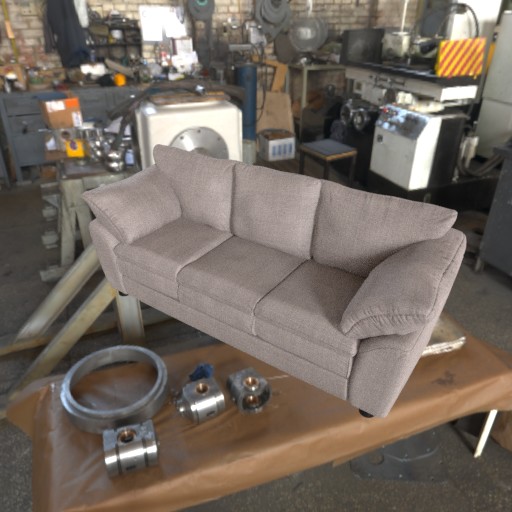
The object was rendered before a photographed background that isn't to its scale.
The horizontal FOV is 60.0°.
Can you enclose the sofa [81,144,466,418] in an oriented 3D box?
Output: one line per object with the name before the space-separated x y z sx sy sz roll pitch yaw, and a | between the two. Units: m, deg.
sofa | 0.000 0.000 2.816 2.334 0.996 0.878 19 35 30
